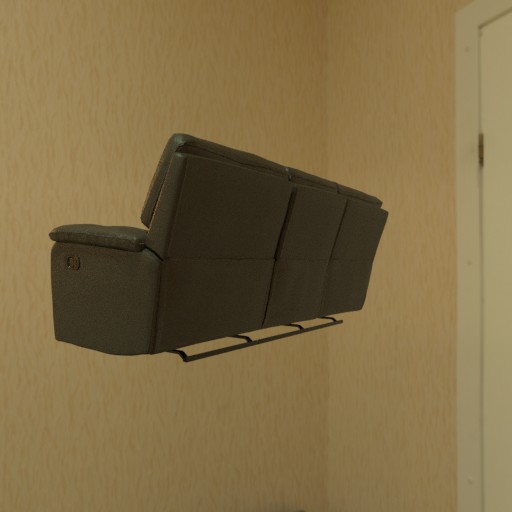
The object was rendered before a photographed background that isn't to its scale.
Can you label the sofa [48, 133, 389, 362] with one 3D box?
[{"bbox_3d":[0.000,0.000,3.205,1.104,1.134,2.627,-1,-1,36],"label":"sofa"}]
